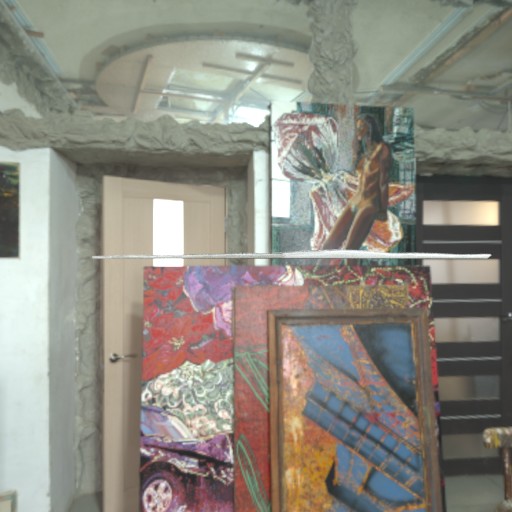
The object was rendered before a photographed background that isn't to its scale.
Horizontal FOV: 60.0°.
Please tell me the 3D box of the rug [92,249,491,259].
[{"bbox_3d":[0.000,0.000,3.060,1.537,0.036,2.447,0,-1,-36],"label":"rug"}]
